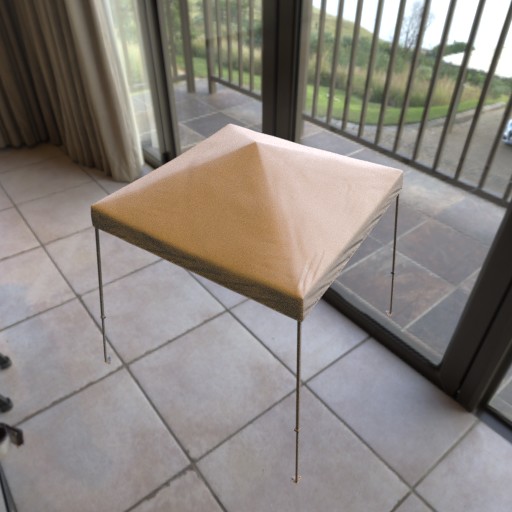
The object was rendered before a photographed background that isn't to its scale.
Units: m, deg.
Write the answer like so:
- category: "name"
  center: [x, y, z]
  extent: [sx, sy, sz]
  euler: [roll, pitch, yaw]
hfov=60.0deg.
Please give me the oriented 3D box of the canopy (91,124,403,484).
- category: "canopy"
  center: [0.000, 0.000, 5.168]
  extent: [2.848, 2.849, 2.849]
  euler: [22, 45, 25]
